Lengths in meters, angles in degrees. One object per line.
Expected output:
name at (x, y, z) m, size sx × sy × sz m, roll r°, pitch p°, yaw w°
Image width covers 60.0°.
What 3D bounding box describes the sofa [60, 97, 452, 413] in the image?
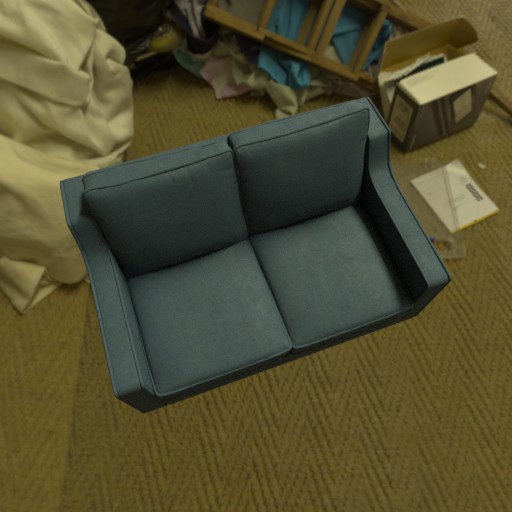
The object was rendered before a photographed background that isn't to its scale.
sofa at (0.000, 0.000, 2.165) m, size 1.501 × 0.971 × 0.987 m, roll -18°, pitch 66°, yaw -8°
